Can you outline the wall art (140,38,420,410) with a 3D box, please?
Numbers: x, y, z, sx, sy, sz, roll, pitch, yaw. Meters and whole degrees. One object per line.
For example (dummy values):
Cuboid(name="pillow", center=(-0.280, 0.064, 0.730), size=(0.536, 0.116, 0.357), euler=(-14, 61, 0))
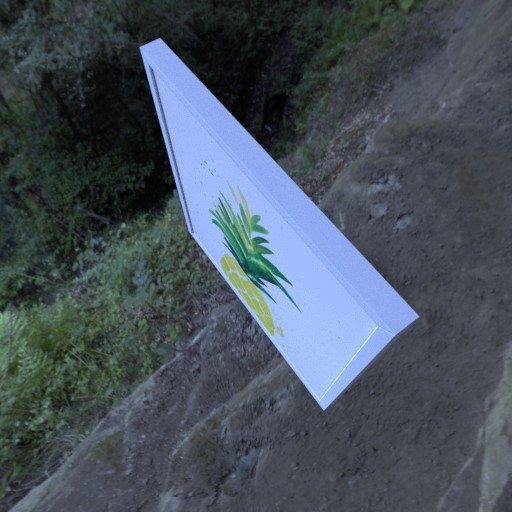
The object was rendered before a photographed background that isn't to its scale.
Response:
Cuboid(name="wall art", center=(0.000, 0.000, 0.455), size=(0.020, 0.307, 0.307), euler=(-33, 68, -15))
